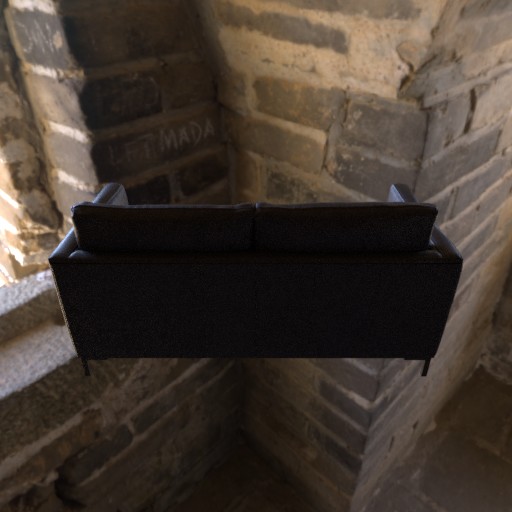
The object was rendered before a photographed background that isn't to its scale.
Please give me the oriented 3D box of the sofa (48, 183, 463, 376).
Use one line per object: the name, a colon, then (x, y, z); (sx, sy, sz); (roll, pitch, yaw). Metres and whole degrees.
sofa: (0.000, 0.000, 2.347); (1.805, 0.883, 0.947); (-1, 31, -2)
